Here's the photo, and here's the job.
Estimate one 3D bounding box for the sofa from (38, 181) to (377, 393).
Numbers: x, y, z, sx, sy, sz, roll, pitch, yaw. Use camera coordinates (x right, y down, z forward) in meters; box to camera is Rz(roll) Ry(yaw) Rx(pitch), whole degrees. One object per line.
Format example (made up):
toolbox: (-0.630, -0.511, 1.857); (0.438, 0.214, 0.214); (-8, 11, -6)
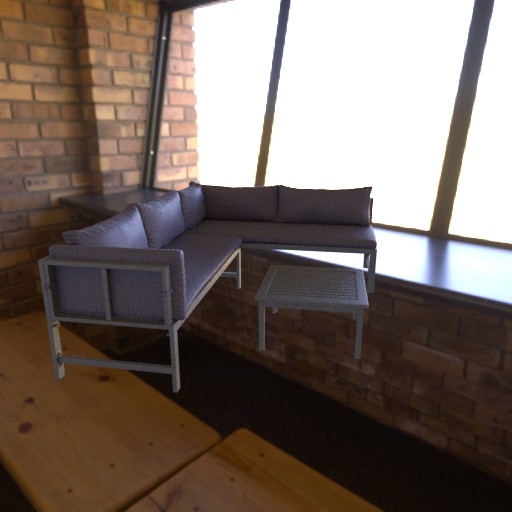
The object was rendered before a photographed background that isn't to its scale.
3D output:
sofa: (0.000, 0.000, 2.973); (1.658, 0.762, 2.149); (3, 17, 10)
